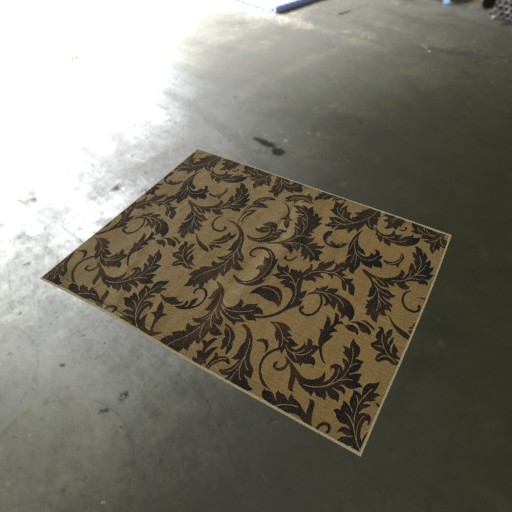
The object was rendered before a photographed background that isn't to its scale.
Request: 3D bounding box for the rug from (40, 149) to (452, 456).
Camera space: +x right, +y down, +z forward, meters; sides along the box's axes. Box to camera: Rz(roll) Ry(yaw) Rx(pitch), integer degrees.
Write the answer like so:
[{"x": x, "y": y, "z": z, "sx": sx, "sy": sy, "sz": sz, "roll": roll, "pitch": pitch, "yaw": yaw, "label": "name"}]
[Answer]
[{"x": 0.000, "y": 0.000, "z": 4.044, "sx": 2.977, "sy": 0.008, "sz": 2.380, "roll": 23, "pitch": 50, "yaw": 20, "label": "rug"}]
